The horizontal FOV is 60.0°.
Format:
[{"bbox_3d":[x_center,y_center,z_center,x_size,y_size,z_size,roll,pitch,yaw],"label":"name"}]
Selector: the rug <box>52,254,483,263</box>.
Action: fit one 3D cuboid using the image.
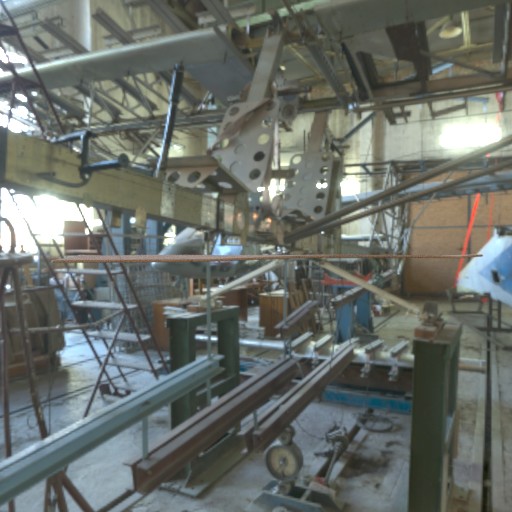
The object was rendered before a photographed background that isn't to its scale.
[{"bbox_3d":[0.000,0.000,2.347,1.837,0.025,1.230,0,1,-18],"label":"rug"}]
